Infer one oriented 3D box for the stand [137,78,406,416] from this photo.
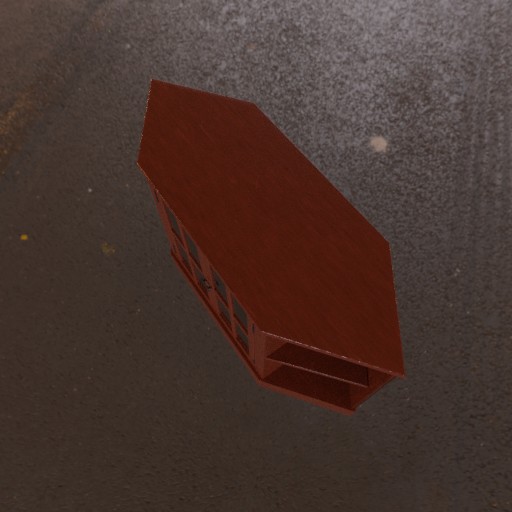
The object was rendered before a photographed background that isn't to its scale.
[{"bbox_3d":[0.000,0.000,1.387,0.381,0.614,1.072,-32,67,-15],"label":"stand"}]
